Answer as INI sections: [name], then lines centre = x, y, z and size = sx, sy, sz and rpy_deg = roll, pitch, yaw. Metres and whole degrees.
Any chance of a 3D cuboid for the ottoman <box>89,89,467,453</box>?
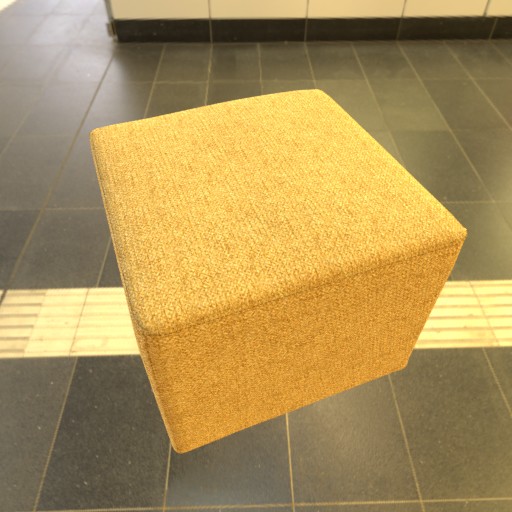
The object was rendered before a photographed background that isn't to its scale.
[ottoman]
centre = 0.000, 0.000, 0.887
size = 0.505, 0.441, 0.512
rpy_deg = -16, 49, -14
